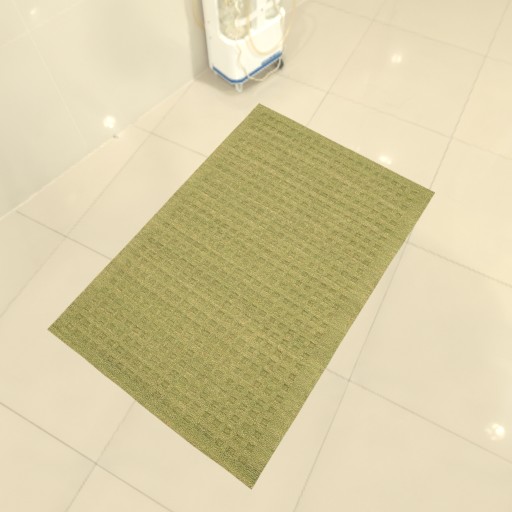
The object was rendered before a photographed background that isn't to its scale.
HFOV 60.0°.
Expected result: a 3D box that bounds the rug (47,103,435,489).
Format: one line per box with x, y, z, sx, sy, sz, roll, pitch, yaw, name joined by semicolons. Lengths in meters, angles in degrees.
0.000;0.000;2.939;1.529;0.007;2.297;32;67;15;rug
